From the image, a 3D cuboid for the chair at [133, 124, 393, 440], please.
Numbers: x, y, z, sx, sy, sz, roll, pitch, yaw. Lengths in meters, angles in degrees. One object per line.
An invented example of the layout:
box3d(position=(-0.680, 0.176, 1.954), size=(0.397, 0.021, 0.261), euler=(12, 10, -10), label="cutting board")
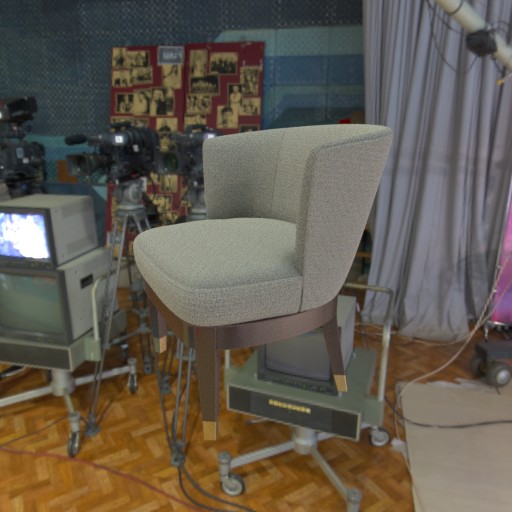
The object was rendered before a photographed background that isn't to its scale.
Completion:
box3d(position=(0.000, 0.000, 1.329), size=(0.660, 0.760, 0.700), euler=(-8, 18, -25), label="chair")
